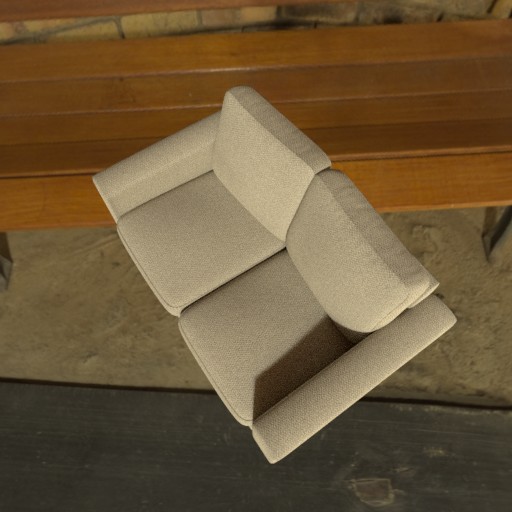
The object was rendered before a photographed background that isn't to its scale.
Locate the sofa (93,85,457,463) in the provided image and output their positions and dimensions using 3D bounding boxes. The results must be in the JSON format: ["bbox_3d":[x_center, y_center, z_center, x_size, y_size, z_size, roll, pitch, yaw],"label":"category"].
[{"bbox_3d":[0.000,0.000,2.188,1.016,0.873,1.616,-32,68,-15],"label":"sofa"}]
